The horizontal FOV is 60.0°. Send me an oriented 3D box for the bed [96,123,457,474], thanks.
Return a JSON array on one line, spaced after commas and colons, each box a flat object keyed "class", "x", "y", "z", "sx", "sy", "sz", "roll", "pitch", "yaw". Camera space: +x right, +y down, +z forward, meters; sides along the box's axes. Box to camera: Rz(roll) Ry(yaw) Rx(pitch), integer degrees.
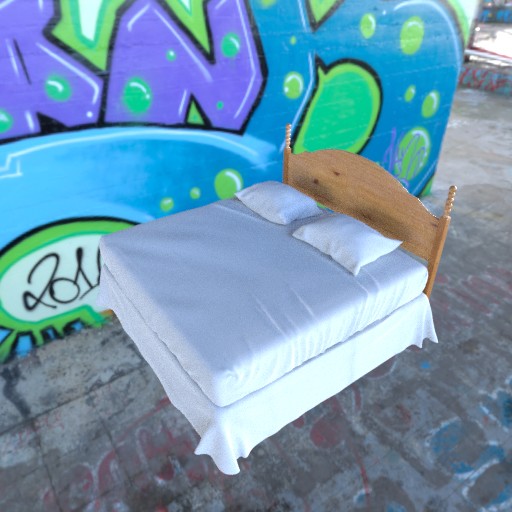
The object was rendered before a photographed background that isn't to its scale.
[{"class": "bed", "x": 0.000, "y": 0.000, "z": 3.633, "sx": 2.219, "sy": 1.355, "sz": 2.322, "roll": -21, "pitch": 39, "yaw": -29}]
